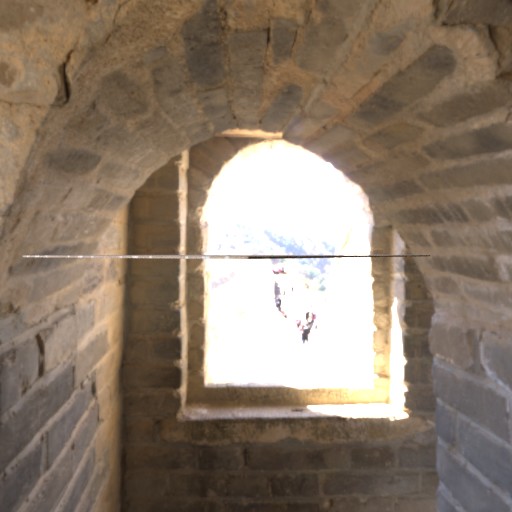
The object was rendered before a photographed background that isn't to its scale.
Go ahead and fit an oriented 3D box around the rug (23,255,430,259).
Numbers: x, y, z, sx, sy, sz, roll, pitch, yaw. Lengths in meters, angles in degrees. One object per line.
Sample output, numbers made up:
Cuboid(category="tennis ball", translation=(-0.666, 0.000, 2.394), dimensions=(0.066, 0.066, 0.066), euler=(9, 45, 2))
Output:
Cuboid(category="rug", translation=(0.000, 0.000, 2.763), dimensions=(1.524, 0.010, 2.134), euler=(0, 0, 37))
